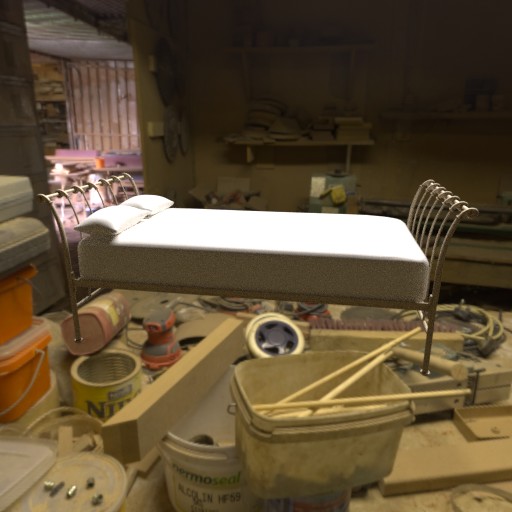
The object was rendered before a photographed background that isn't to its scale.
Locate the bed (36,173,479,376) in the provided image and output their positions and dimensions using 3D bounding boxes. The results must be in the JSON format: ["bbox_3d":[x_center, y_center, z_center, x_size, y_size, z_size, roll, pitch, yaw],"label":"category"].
[{"bbox_3d":[0.000,0.000,2.780,2.228,0.873,1.032,3,17,10],"label":"bed"}]
